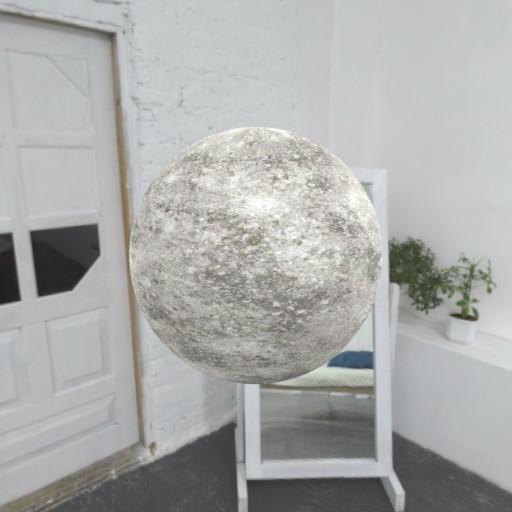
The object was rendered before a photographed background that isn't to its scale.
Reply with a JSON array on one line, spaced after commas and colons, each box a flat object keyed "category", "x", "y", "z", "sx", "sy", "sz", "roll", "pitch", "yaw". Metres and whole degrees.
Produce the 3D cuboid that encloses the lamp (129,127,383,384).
[{"category": "lamp", "x": 0.000, "y": 0.000, "z": 0.767, "sx": 0.422, "sy": 0.429, "sz": 0.422, "roll": 0, "pitch": 15, "yaw": 0}]
